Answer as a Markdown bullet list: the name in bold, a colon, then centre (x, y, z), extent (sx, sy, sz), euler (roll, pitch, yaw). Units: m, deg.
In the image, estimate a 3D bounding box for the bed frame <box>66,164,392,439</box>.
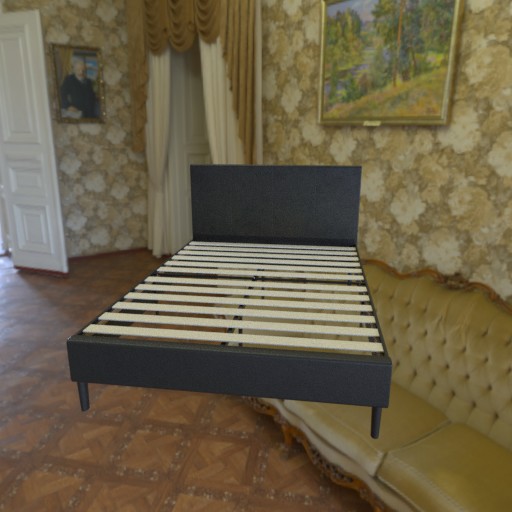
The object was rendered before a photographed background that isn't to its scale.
- **bed frame**: centre (0.000, 0.000, 2.934), extent (1.469, 1.046, 2.152), euler (2, 16, 8)
